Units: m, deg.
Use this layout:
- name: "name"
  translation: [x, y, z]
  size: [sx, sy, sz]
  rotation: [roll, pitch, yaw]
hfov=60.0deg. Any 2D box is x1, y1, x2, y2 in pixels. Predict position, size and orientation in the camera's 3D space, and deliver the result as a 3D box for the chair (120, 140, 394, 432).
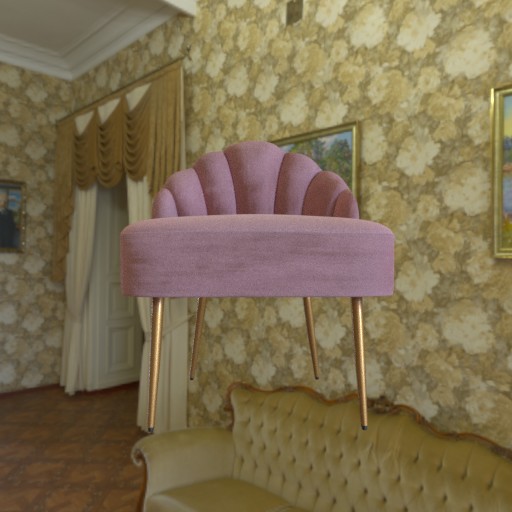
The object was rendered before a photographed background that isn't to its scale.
- name: "chair"
  translation: [0.000, 0.000, 1.273]
  size: [0.657, 0.819, 0.599]
  rotation: [0, -1, -1]
